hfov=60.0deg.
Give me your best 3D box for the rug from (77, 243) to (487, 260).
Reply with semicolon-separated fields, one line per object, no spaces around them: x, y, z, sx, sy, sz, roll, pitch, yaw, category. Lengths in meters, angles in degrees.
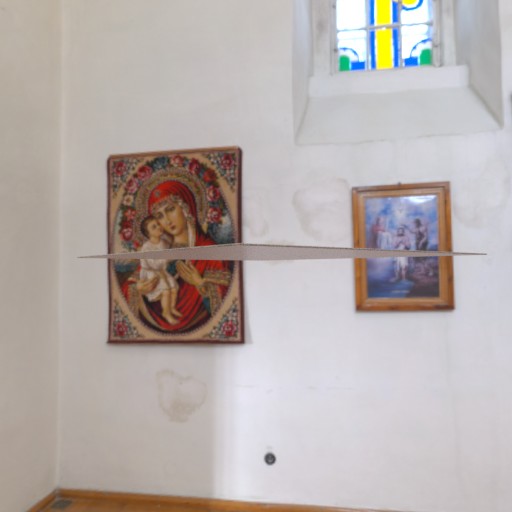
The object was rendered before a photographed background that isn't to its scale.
0.000;0.000;4.134;2.451;0.011;3.072;1;-2;-36;rug
